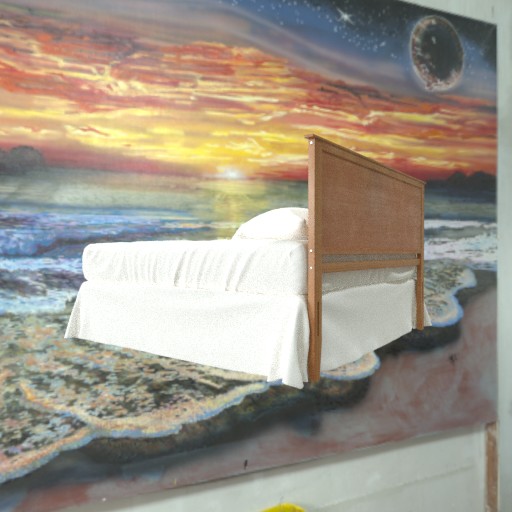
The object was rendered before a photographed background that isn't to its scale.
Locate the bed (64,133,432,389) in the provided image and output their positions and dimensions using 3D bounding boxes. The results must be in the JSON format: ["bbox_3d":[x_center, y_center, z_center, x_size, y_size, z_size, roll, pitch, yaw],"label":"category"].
[{"bbox_3d":[0.000,0.000,3.667,2.215,1.270,2.317,0,1,36],"label":"bed"}]
